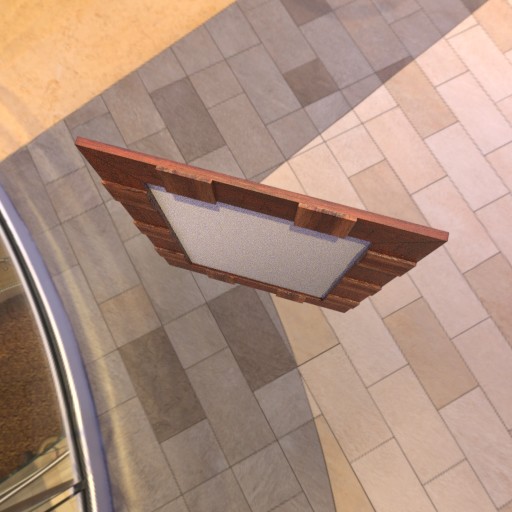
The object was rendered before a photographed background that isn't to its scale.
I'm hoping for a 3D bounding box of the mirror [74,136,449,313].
[{"bbox_3d":[0.000,0.000,1.075,0.600,0.805,0.021,15,76,4],"label":"mirror"}]
